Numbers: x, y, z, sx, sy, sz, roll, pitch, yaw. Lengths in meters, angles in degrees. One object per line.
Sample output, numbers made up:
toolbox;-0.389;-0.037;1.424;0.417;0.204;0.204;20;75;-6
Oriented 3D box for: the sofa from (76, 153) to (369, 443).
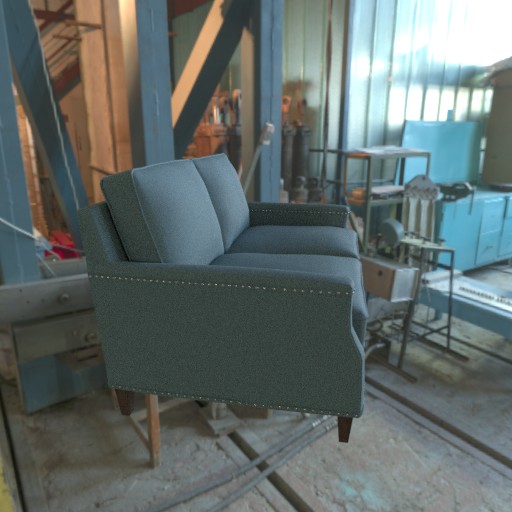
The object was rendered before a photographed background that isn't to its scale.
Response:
sofa;0.000;0.000;2.317;1.084;1.003;1.597;3;16;10
